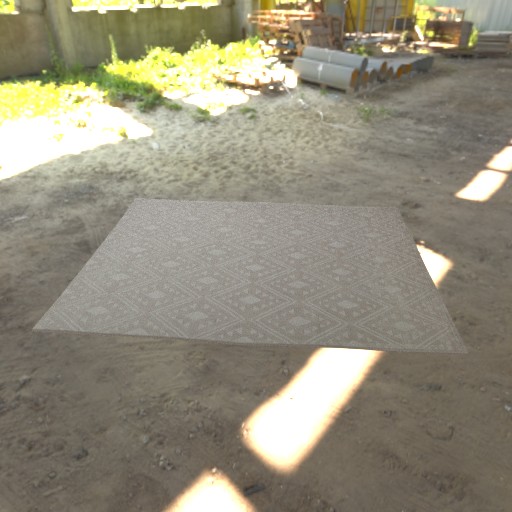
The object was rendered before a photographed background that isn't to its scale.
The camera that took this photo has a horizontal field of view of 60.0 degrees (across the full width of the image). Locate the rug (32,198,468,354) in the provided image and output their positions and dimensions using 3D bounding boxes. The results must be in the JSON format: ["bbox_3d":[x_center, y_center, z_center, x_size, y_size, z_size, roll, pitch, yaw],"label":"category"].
[{"bbox_3d":[0.000,0.000,4.065,3.011,0.054,2.399,2,30,4],"label":"rug"}]
